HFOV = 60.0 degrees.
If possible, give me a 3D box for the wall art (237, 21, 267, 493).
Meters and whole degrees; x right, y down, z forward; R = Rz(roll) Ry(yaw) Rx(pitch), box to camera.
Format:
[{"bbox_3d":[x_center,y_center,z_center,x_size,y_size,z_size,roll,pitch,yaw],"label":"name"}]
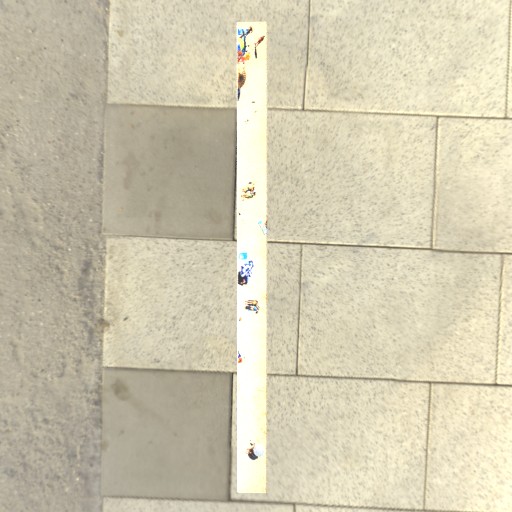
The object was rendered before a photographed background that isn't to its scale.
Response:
[{"bbox_3d":[0.000,0.000,1.136,0.057,0.595,0.894,0,92,1],"label":"wall art"}]
